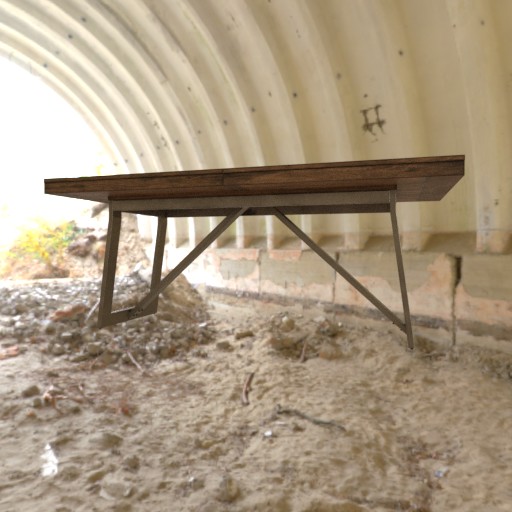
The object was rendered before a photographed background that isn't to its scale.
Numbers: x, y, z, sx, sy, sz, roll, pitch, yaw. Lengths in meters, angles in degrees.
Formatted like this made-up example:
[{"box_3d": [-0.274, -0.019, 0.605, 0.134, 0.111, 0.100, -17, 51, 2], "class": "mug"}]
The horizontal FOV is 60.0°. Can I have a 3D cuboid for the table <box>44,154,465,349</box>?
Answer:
[{"box_3d": [0.000, 0.000, 2.324, 1.867, 0.757, 0.931, 0, 1, 17], "class": "table"}]
